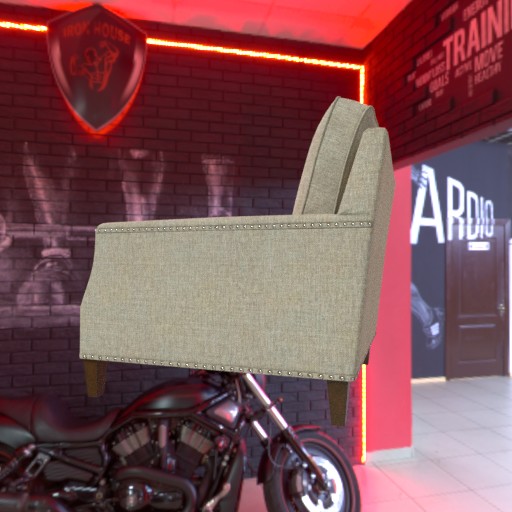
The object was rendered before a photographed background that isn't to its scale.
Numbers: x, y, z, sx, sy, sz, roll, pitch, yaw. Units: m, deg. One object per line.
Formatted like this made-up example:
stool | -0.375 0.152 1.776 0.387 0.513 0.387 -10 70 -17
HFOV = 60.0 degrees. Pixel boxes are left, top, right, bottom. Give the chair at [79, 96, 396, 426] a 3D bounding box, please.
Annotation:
chair | 0.000 0.000 1.715 1.014 0.943 0.853 0 -1 19
